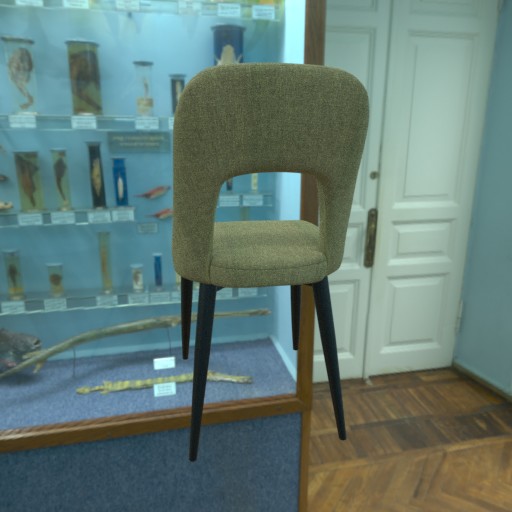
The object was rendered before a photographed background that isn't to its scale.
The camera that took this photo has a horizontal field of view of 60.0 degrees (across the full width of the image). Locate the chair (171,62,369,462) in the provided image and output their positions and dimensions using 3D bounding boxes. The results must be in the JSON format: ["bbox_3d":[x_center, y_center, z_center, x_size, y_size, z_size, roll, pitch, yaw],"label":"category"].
[{"bbox_3d":[0.000,0.000,1.251,0.470,0.931,0.612,-3,15,-10],"label":"chair"}]
